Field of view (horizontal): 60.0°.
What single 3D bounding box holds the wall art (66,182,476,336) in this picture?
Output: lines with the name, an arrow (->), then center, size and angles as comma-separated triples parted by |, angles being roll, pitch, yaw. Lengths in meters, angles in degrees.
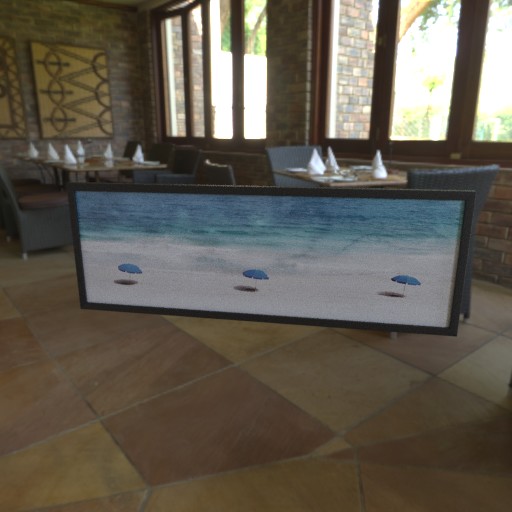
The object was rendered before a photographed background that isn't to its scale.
wall art -> 0.000, 0.000, 1.774 | 1.572, 0.554, 0.041 | 3, 16, 10
